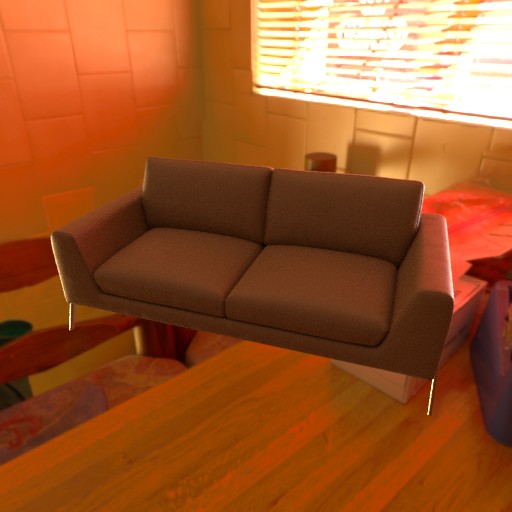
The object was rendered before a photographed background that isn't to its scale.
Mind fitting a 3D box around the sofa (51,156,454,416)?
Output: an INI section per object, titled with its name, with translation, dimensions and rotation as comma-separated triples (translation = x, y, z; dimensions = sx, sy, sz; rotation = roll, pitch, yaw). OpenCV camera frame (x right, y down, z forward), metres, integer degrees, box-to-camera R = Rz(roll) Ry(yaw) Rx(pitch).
[sofa]
translation = 0.000, 0.000, 2.515
dimensions = 2.017, 0.875, 0.953
rotation = 9, 28, 17
